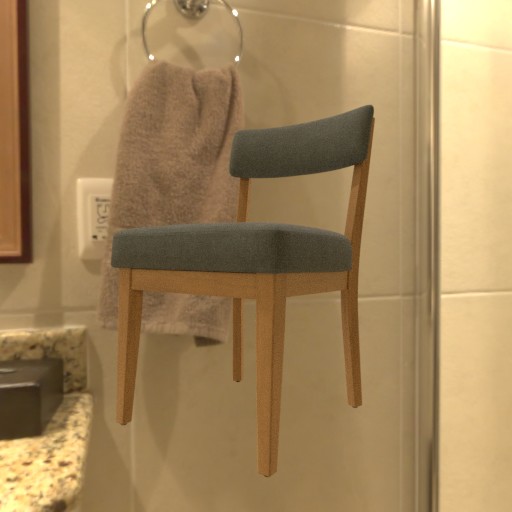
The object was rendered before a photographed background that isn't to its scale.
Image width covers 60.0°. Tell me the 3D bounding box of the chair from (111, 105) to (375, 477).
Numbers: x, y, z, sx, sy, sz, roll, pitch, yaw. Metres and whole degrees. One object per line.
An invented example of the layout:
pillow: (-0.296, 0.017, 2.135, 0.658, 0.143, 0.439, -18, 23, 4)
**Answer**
chair: (0.000, 0.000, 1.179, 0.508, 0.832, 0.572, 1, 1, 36)
